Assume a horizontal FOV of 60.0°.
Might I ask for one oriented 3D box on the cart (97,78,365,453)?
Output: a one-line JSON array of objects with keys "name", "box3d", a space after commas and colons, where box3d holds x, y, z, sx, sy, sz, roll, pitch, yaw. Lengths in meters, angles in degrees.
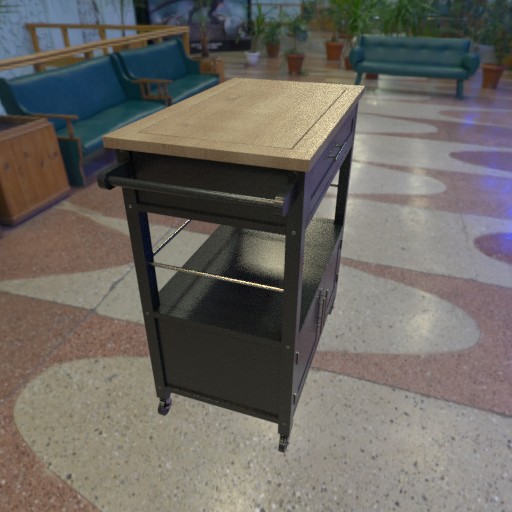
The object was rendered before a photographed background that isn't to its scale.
[{"name": "cart", "box3d": [0.000, 0.000, 1.396, 0.459, 0.901, 0.840, 10, 33, 17]}]
